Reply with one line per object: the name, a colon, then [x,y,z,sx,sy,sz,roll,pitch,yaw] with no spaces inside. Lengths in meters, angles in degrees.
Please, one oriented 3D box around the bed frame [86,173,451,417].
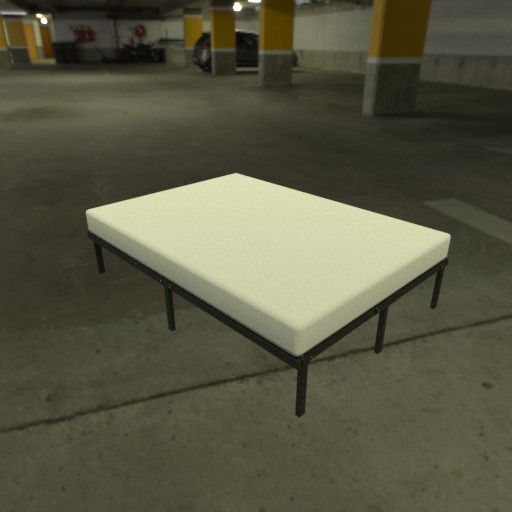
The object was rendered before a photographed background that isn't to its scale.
bed frame: [0.000,0.000,3.965,2.205,0.680,2.842,-18,31,-33]
